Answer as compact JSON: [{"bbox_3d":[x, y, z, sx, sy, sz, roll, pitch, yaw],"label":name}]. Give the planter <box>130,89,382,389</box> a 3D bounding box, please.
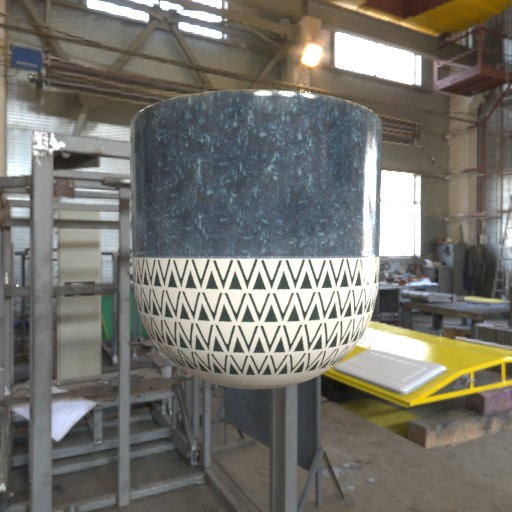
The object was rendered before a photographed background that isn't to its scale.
[{"bbox_3d":[0.000,0.000,0.487,0.266,0.270,0.266,0,1,0],"label":"planter"}]
